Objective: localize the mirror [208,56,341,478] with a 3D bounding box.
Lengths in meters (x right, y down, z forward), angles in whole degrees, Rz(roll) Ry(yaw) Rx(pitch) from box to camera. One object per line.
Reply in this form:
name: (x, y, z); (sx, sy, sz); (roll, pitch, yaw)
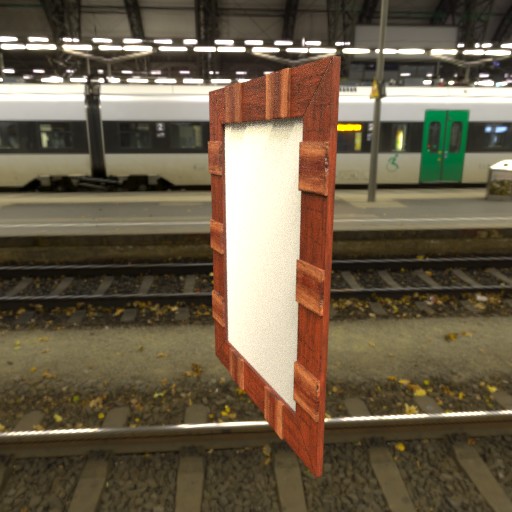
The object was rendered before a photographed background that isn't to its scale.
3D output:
mirror: (0.000, 0.000, 1.076); (0.021, 0.805, 0.600); (-7, 16, -24)
